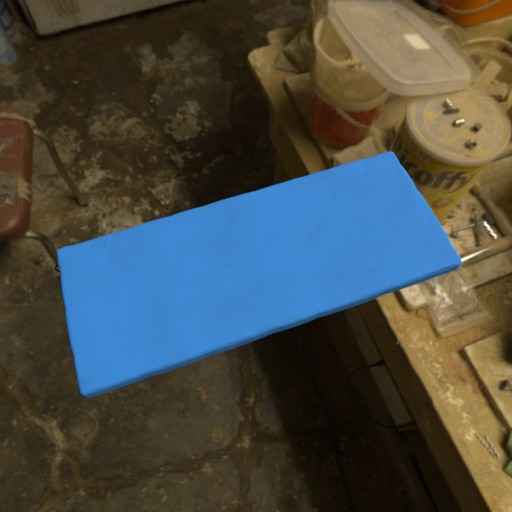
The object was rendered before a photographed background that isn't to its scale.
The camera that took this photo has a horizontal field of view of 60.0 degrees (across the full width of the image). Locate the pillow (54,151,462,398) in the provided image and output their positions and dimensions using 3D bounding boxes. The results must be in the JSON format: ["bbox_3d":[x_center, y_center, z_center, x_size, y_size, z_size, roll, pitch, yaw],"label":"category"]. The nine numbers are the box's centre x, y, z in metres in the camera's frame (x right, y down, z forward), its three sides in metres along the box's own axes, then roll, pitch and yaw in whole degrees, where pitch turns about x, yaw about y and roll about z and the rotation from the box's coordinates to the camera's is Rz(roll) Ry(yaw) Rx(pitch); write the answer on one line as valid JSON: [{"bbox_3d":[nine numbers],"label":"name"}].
[{"bbox_3d":[0.000,0.000,1.357,1.187,0.081,0.492,-18,65,-9],"label":"pillow"}]
